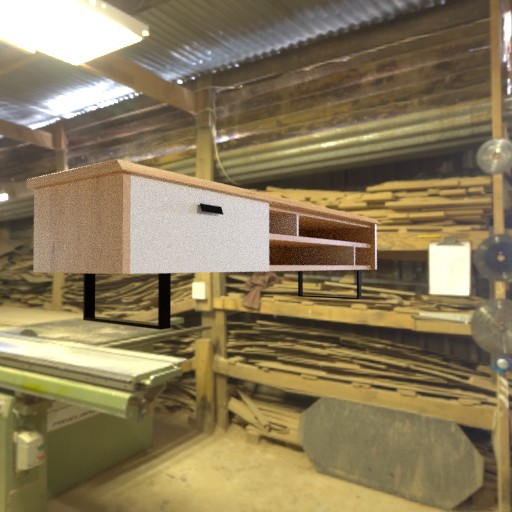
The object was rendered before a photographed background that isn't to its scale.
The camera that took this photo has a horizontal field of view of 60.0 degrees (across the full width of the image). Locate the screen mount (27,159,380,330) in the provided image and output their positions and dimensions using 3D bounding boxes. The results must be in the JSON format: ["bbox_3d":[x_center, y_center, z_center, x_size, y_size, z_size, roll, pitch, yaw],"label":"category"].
[{"bbox_3d":[0.000,0.000,1.868,0.450,0.430,1.700,-1,-2,36],"label":"screen mount"}]
